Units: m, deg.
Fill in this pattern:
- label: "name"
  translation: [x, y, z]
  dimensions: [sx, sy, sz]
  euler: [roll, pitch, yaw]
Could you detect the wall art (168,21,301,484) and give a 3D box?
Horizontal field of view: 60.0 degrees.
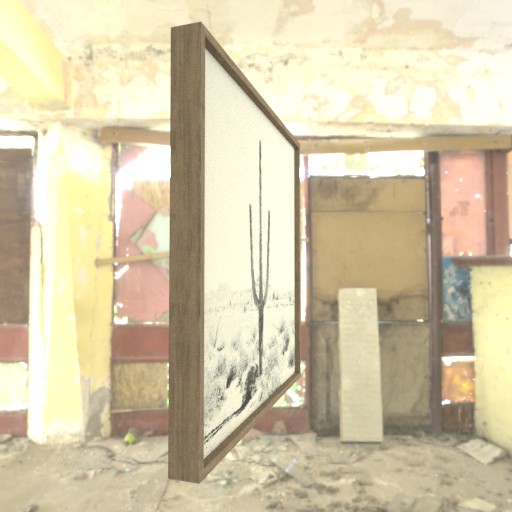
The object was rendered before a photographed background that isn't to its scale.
- label: "wall art"
  translation: [0.000, 0.000, 0.733]
  dimensions: [0.038, 0.508, 0.508]
  euler: [-1, -2, 18]
